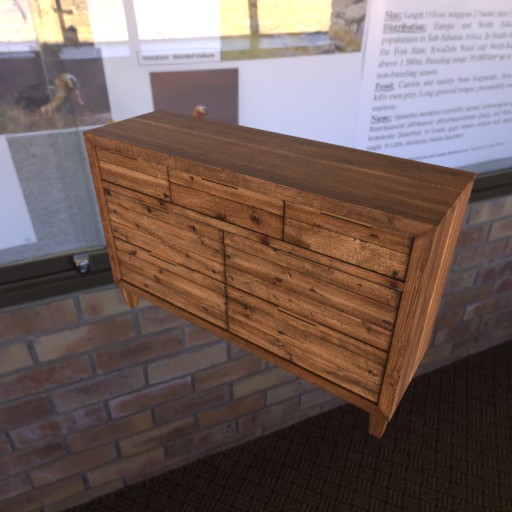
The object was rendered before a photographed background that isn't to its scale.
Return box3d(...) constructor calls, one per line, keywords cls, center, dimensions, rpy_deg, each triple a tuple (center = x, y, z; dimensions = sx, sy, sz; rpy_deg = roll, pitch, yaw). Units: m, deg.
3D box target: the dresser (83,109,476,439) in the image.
box3d(cls="dresser", center=(0.000, 0.000, 1.816), dimensions=(1.387, 0.892, 0.438), rpy_deg=(20, 38, 29))
